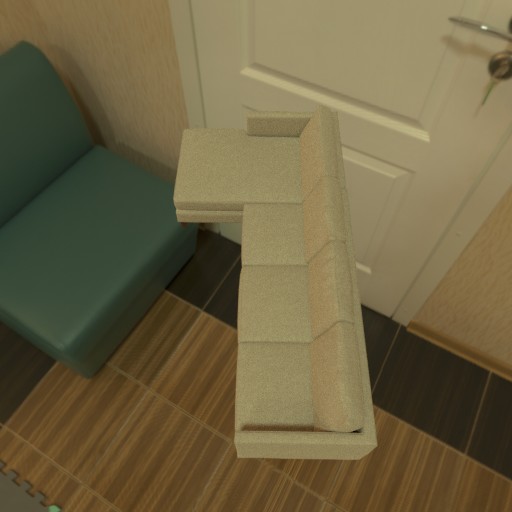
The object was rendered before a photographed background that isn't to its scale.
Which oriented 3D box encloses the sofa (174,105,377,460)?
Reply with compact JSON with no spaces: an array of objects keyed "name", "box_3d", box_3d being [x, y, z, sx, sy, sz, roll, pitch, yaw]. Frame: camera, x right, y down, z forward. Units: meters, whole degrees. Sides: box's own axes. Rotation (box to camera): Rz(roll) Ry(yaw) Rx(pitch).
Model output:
[{"name":"sofa","box_3d":[0.000,0.000,3.893,1.625,0.846,3.186,1,58,1]}]
